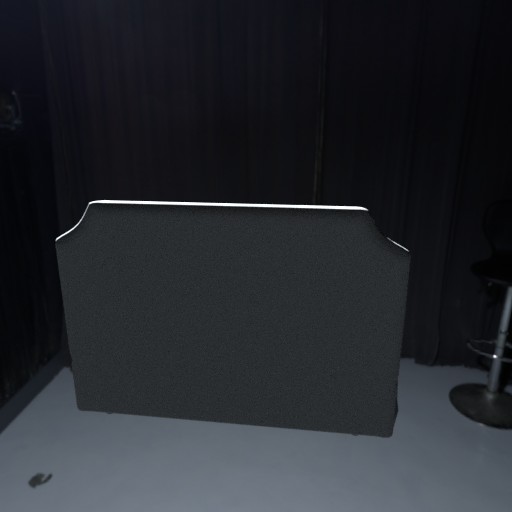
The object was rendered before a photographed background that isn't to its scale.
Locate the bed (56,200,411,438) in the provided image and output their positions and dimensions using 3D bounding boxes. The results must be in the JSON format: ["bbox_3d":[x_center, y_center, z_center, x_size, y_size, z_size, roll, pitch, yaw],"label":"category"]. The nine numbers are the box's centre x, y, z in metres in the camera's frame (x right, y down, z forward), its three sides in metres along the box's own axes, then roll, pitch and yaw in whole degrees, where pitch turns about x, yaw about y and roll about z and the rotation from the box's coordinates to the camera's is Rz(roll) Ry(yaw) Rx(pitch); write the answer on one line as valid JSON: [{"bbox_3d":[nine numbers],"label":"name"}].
[{"bbox_3d":[0.000,0.000,3.501,1.977,1.293,2.498,2,18,7],"label":"bed"}]
